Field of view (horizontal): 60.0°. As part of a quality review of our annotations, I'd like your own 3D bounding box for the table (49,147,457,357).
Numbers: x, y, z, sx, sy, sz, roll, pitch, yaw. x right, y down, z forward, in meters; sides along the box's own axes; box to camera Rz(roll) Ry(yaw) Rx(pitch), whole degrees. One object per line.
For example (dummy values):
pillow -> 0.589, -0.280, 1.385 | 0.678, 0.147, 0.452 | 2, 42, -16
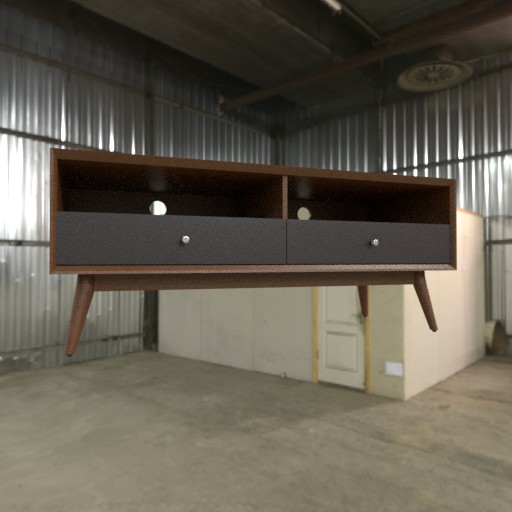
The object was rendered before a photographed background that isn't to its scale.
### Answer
table -> 0.000, 0.000, 1.371 | 1.119, 0.464, 0.490 | 0, -1, -20
